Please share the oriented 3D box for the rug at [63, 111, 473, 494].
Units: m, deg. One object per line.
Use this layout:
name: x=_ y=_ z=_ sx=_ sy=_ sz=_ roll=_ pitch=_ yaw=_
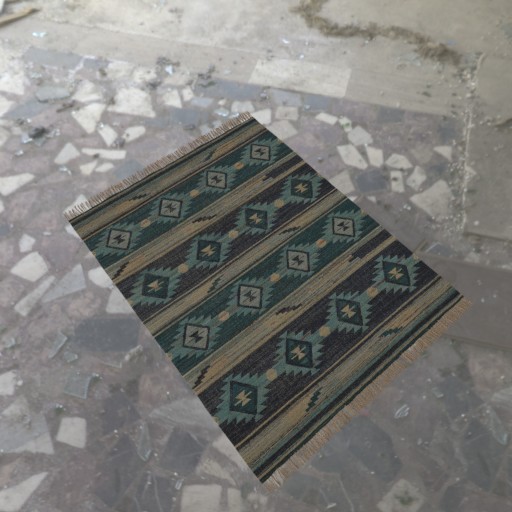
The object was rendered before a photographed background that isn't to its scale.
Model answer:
rug: x=0.000 y=0.000 z=4.260 sx=2.418 sy=0.047 sz=3.307 roll=-35 pitch=65 yaw=-19
